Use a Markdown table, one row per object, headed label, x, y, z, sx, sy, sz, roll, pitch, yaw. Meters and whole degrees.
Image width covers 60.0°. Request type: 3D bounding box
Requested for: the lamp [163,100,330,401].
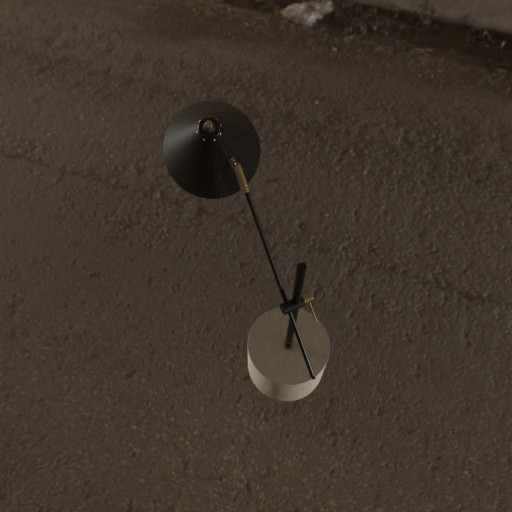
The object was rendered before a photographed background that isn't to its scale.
| label | x | y | z | sx | sy | sz | roll | pitch | yaw |
| --- | --- | --- | --- | --- | --- | --- | --- | --- | --- |
| lamp | 0.000 | 0.000 | 0.729 | 0.214 | 0.518 | 0.403 | -14 | 59 | -9 |
